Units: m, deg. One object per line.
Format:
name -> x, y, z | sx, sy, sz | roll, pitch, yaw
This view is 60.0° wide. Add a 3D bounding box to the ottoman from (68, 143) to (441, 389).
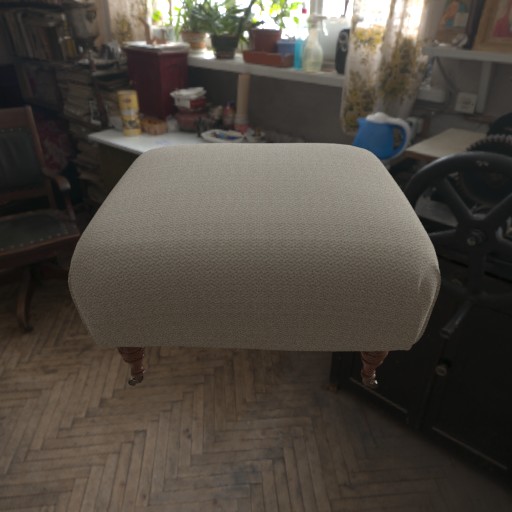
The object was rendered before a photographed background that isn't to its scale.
ottoman -> 0.000, 0.000, 1.079 | 0.684, 0.447, 0.622 | 0, 32, 1
